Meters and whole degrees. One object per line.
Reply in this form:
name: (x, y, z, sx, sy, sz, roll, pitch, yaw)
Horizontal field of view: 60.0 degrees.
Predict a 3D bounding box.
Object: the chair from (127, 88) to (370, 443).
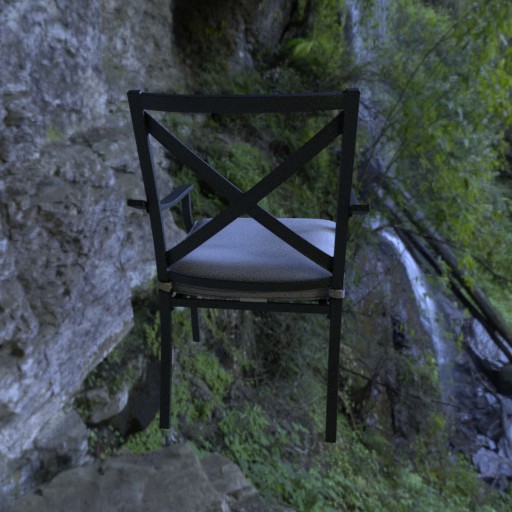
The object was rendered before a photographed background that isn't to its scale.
chair: (0.000, 0.000, 1.305, 0.575, 0.889, 0.620, 2, 17, 7)
